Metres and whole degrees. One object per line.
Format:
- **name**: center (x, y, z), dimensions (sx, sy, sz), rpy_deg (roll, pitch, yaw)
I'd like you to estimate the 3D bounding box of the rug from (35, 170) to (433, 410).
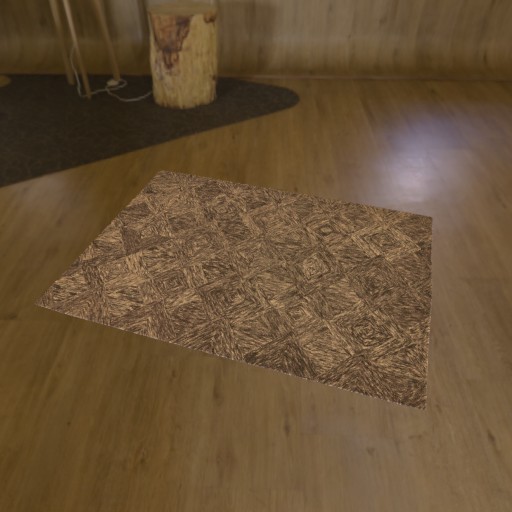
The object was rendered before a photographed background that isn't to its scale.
- **rug**: center (0.000, 0.000, 5.377), dimensions (4.093, 0.020, 2.997), rpy_deg (12, 43, 13)
